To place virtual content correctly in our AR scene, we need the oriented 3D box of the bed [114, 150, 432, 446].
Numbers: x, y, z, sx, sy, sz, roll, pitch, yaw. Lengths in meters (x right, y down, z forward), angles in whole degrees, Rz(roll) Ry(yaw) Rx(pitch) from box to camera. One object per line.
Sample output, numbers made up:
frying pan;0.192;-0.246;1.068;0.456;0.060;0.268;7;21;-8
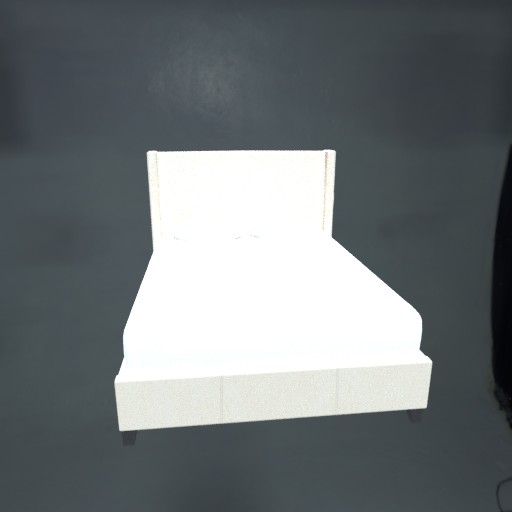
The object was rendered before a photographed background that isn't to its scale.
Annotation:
bed;0.000;0.000;3.425;1.778;1.471;2.293;-2;17;-6
